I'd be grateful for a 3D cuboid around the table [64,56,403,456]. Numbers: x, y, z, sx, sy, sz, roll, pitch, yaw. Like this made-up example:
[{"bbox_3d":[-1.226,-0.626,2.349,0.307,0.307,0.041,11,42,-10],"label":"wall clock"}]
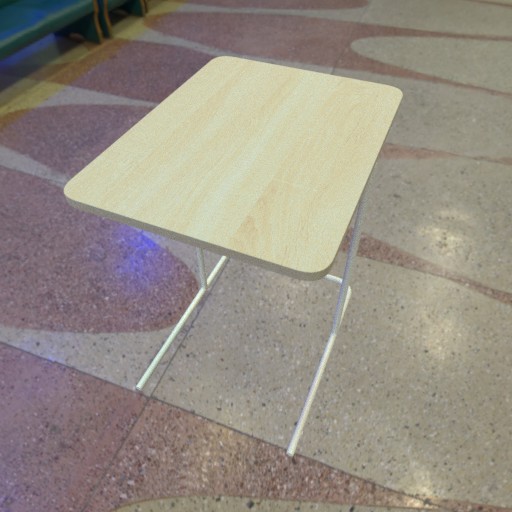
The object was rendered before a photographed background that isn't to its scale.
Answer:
[{"bbox_3d":[0.000,0.000,0.881,0.370,0.550,0.480,17,49,16],"label":"table"}]
